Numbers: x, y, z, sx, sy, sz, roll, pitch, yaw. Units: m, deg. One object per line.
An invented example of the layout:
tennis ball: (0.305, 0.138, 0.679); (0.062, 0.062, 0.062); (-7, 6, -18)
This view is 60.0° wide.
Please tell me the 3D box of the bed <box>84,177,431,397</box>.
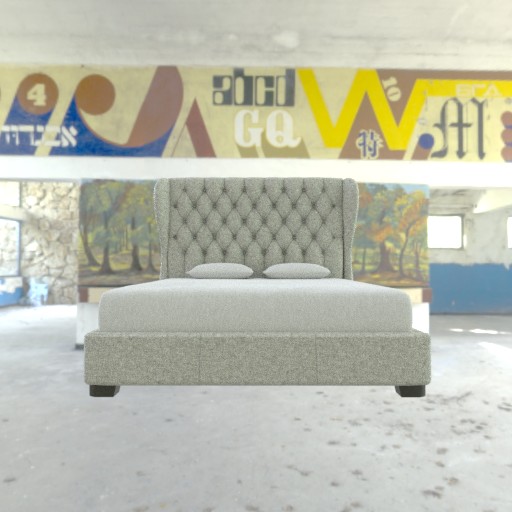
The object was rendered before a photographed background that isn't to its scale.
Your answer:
bed: (0.000, 0.000, 3.865); (2.219, 1.771, 2.347); (0, -1, 0)
